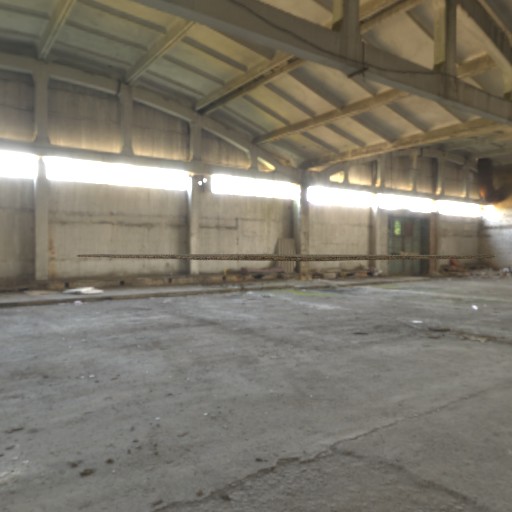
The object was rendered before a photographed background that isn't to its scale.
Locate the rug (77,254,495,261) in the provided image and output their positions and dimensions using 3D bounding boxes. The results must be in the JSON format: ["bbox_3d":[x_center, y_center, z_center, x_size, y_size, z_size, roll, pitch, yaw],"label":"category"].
[{"bbox_3d":[0.000,0.000,4.135,2.414,0.036,3.199,0,1,-36],"label":"rug"}]
